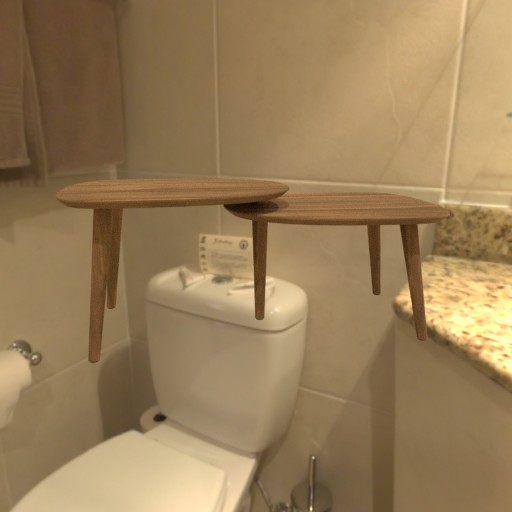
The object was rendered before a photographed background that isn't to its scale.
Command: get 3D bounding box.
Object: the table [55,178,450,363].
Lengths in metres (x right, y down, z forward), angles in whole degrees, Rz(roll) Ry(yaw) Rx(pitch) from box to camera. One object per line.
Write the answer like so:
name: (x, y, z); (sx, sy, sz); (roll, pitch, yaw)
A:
table: (0.000, 0.000, 1.360); (1.084, 0.429, 0.527); (-2, 15, -7)
